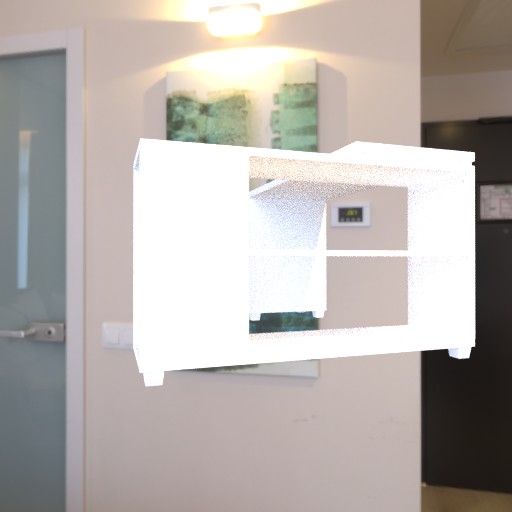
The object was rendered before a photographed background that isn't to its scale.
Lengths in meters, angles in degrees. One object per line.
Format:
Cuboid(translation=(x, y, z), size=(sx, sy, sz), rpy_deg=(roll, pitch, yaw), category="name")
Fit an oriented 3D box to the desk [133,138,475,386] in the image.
Cuboid(translation=(0.000, 0.000, 2.172), size=(1.199, 0.759, 1.524), rpy_deg=(0, 0, -18), category="desk")
